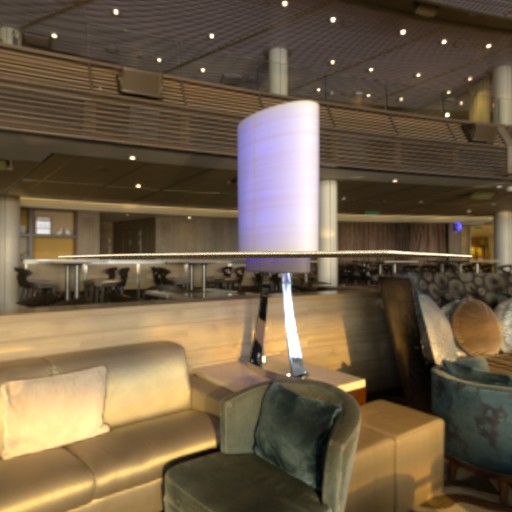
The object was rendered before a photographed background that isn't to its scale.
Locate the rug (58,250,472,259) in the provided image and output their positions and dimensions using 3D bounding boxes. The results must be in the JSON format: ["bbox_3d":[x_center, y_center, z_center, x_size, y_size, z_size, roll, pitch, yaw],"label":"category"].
[{"bbox_3d":[0.000,0.000,3.121,2.498,0.022,1.535,-1,-1,37],"label":"rug"}]
